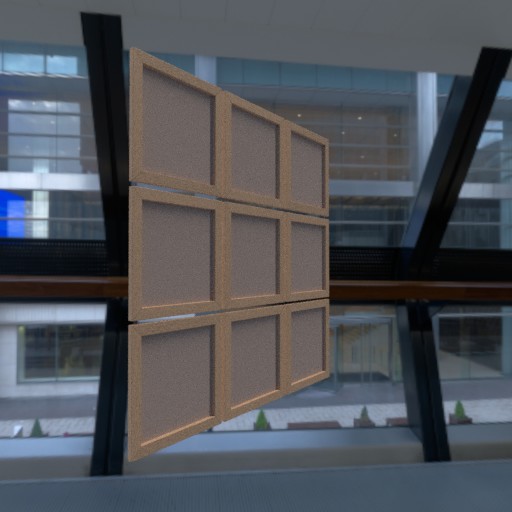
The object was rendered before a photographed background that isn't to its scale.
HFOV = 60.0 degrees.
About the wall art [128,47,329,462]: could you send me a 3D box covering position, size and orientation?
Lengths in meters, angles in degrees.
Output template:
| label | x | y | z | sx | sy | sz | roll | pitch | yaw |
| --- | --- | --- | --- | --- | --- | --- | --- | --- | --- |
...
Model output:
| label | x | y | z | sx | sy | sz | roll | pitch | yaw |
| --- | --- | --- | --- | --- | --- | --- | --- | --- | --- |
| wall art | 0.000 | 0.000 | 1.339 | 0.012 | 0.910 | 0.917 | -1 | -1 | 37 |
